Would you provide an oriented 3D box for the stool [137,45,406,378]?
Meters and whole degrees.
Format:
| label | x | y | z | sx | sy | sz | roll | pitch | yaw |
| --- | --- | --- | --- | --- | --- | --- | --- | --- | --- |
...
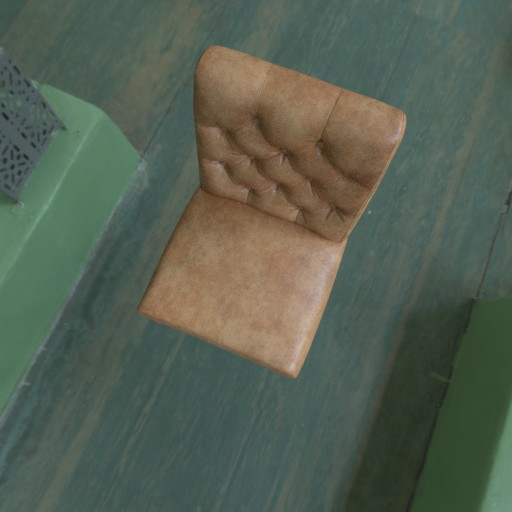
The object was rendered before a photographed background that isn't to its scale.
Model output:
| label | x | y | z | sx | sy | sz | roll | pitch | yaw |
| --- | --- | --- | --- | --- | --- | --- | --- | --- | --- |
| stool | 0.000 | 0.000 | 1.367 | 0.493 | 1.047 | 0.601 | 22 | 77 | 5 |
